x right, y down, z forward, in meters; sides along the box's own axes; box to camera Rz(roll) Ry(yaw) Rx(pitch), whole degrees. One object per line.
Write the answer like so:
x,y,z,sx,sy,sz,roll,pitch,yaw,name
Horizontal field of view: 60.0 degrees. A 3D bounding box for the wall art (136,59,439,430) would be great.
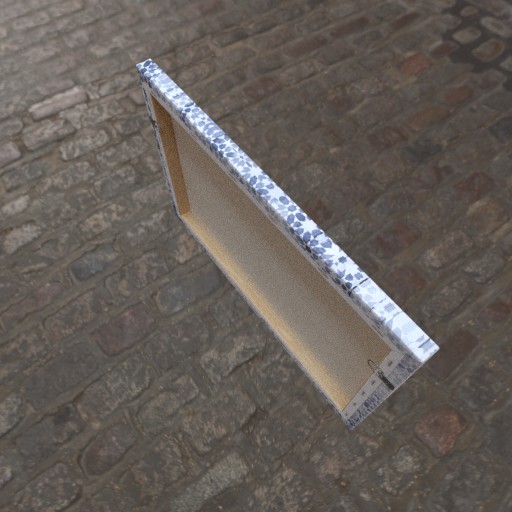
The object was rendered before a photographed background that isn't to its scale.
0.000,0.000,0.762,0.030,0.406,0.608,-33,65,-18,wall art
